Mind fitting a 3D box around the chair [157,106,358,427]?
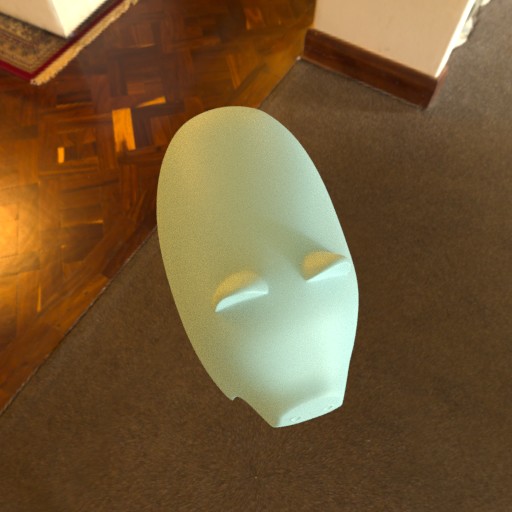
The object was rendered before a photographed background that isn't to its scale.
[{"bbox_3d":[0.000,0.000,0.859,0.364,0.423,0.619,-16,65,-8],"label":"chair"}]
